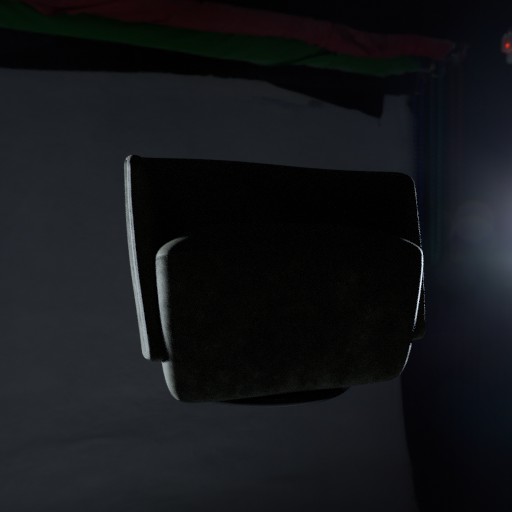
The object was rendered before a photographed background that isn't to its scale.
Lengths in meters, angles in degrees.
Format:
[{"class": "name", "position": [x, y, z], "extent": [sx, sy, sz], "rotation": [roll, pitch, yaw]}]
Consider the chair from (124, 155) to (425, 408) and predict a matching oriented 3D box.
[{"class": "chair", "position": [0.000, 0.000, 1.335], "extent": [0.773, 0.698, 0.767], "rotation": [0, 1, -19]}]
